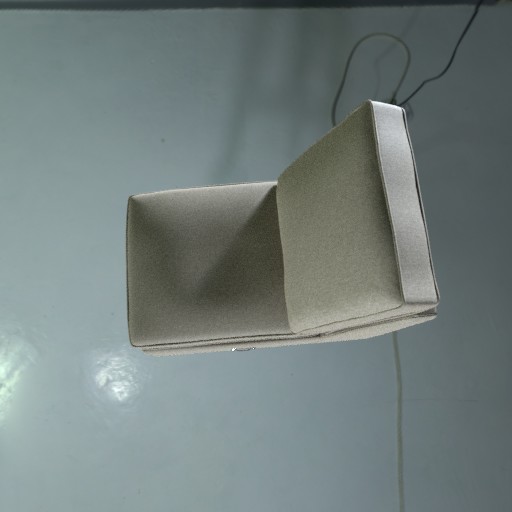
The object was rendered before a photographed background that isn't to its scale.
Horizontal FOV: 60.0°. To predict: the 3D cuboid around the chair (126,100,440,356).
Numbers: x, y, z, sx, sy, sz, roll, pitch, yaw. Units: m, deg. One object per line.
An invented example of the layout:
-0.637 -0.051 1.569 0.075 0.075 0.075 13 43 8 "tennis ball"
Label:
0.000 0.000 1.717 1.020 1.058 0.674 -5 75 -1 "chair"
